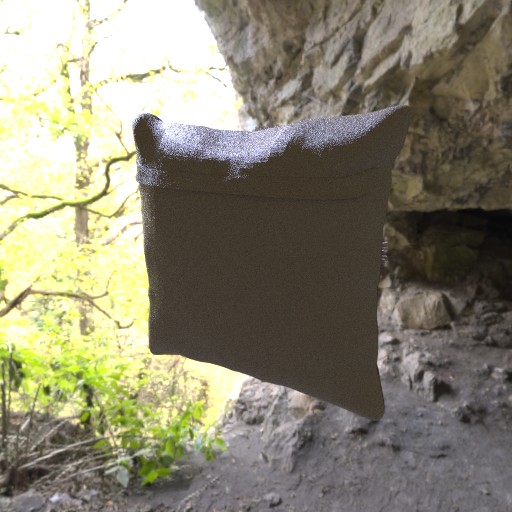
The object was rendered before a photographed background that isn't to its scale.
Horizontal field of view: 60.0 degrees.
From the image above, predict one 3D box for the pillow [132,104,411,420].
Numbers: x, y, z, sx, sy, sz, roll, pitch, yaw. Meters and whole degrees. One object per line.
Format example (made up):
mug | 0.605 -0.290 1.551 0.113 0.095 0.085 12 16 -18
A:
pillow | 0.000 0.000 0.772 0.484 0.490 0.234 9 19 27
